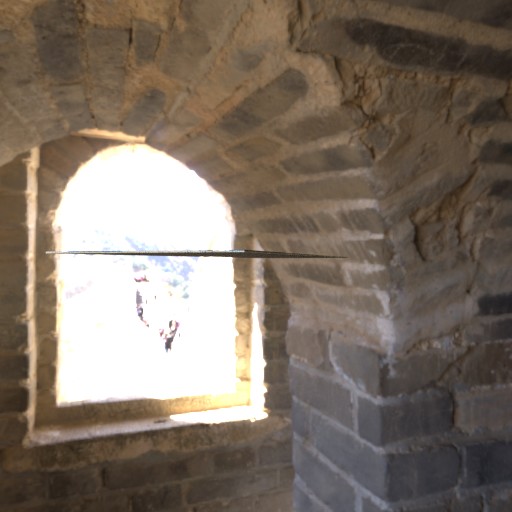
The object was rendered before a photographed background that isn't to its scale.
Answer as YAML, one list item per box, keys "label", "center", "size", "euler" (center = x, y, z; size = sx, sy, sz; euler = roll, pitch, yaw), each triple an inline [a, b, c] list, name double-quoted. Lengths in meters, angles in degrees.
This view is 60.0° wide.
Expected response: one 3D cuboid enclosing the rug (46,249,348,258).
- label: "rug"
  center: [0.000, 0.000, 2.627]
  size: [0.774, 0.008, 2.437]
  euler: [0, -1, 19]
